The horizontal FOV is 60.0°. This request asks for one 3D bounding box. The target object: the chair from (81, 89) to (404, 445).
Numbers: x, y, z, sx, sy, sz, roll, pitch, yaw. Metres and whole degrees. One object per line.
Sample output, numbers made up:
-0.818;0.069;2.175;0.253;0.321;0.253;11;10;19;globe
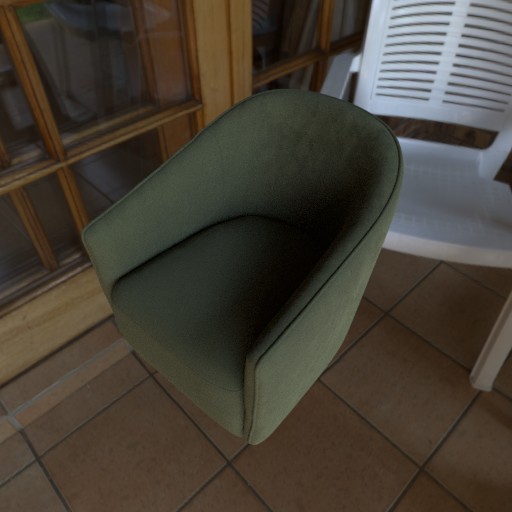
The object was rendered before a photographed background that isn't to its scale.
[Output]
0.000;0.000;1.492;0.747;0.799;0.875;31;53;27;chair
